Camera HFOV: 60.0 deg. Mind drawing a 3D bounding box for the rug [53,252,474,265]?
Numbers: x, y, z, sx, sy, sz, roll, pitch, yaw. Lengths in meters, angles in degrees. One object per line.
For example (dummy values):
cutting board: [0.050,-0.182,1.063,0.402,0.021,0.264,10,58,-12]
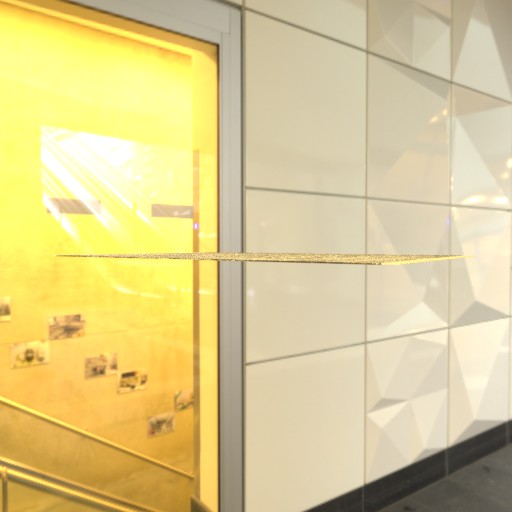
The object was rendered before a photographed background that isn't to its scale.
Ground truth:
rug: [0.000,0.000,2.993,2.440,0.010,1.529,1,2,36]
